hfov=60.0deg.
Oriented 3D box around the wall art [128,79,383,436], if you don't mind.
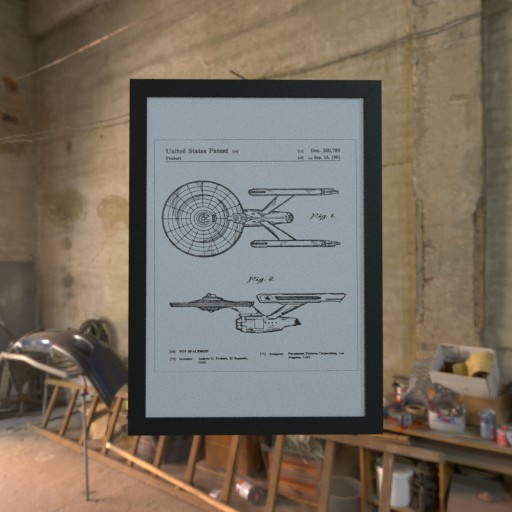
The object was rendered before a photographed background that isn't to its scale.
[{"bbox_3d":[0.000,0.000,0.665,0.379,0.530,0.008,0,-1,-1],"label":"wall art"}]
